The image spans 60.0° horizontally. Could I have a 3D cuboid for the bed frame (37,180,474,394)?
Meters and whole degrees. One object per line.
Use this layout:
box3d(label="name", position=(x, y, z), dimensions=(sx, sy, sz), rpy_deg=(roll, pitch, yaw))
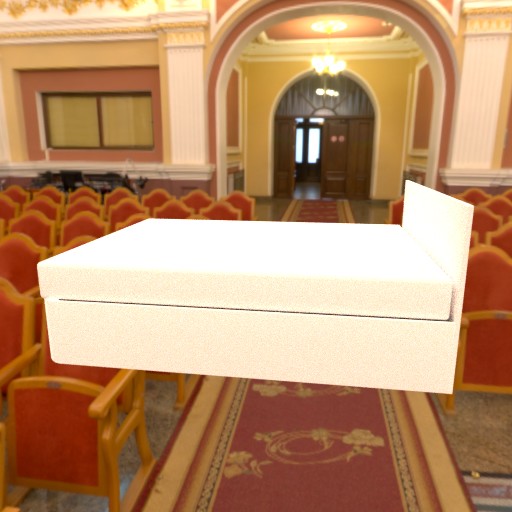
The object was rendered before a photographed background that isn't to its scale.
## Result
box3d(label="bed frame", position=(0.000, 0.000, 2.599), dimensions=(1.900, 0.800, 1.400), rpy_deg=(2, 14, 8))
